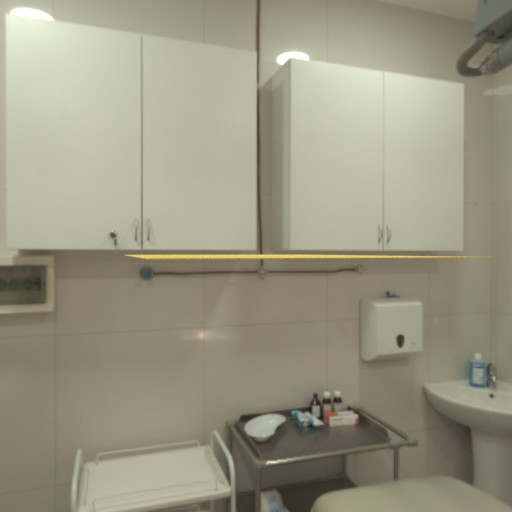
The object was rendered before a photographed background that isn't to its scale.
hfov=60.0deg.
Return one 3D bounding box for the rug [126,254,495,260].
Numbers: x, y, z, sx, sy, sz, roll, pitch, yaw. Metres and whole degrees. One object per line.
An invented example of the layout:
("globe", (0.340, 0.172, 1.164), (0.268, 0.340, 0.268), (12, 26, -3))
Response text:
("rug", (0.000, 0.000, 3.654), (1.981, 0.006, 2.895), (0, 1, -19))
